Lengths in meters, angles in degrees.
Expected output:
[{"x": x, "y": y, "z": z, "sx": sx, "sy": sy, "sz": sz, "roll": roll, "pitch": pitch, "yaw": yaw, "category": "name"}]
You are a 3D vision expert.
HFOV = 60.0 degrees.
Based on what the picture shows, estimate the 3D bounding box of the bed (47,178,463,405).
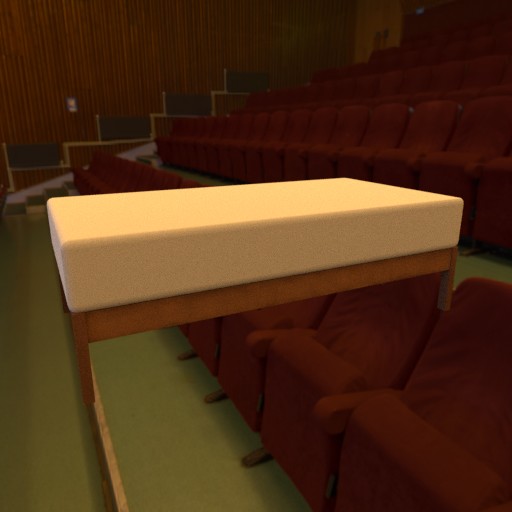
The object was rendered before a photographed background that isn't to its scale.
[{"x": 0.000, "y": 0.000, "z": 2.337, "sx": 1.902, "sy": 0.616, "sz": 0.961, "roll": -8, "pitch": 19, "yaw": -26, "category": "bed"}]
